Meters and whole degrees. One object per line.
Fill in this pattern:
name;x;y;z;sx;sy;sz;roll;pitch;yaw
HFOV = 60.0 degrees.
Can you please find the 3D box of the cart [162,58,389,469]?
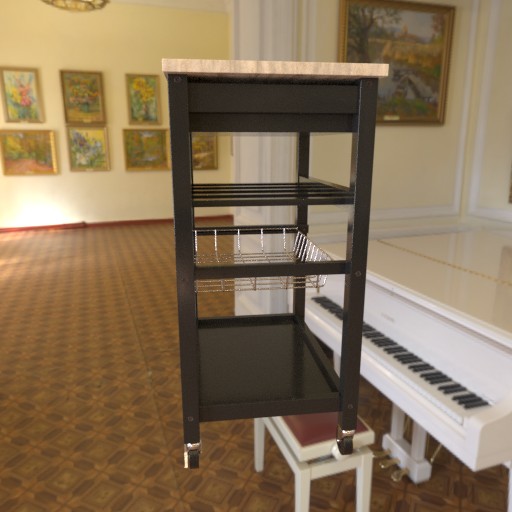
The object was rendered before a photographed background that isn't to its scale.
cart;0.000;0.000;1.148;0.403;0.839;0.584;-2;14;-7
